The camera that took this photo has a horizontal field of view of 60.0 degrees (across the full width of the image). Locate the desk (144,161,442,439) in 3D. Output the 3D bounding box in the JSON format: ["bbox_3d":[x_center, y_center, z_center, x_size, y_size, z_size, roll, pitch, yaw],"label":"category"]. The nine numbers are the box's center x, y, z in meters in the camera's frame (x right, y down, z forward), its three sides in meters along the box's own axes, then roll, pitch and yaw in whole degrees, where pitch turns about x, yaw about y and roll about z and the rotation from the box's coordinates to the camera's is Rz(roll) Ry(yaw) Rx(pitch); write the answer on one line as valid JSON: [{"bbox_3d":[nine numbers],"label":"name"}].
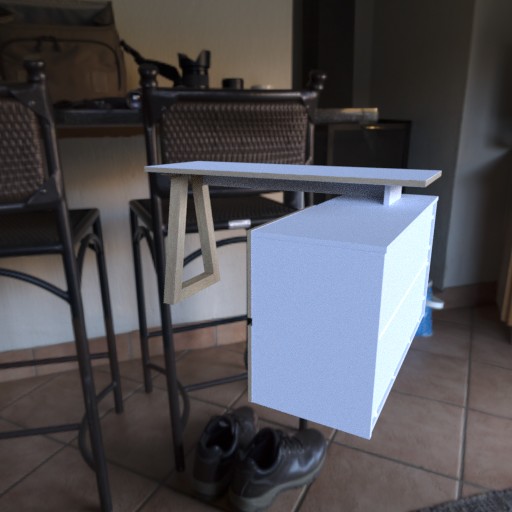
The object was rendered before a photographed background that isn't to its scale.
[{"bbox_3d":[0.000,0.000,2.057,1.404,0.755,1.098,8,18,27],"label":"desk"}]
